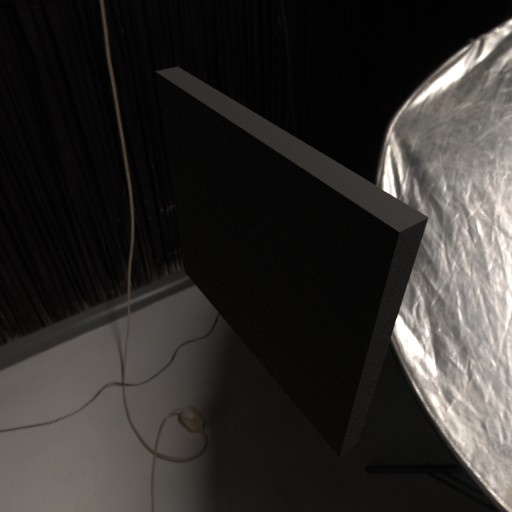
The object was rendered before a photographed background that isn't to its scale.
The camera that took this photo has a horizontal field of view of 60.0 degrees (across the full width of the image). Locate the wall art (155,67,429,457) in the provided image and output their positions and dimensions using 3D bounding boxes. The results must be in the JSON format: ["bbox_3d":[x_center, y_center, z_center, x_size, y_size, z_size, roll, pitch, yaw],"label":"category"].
[{"bbox_3d":[0.000,0.000,0.529,0.031,0.330,0.381,-24,47,-25],"label":"wall art"}]
